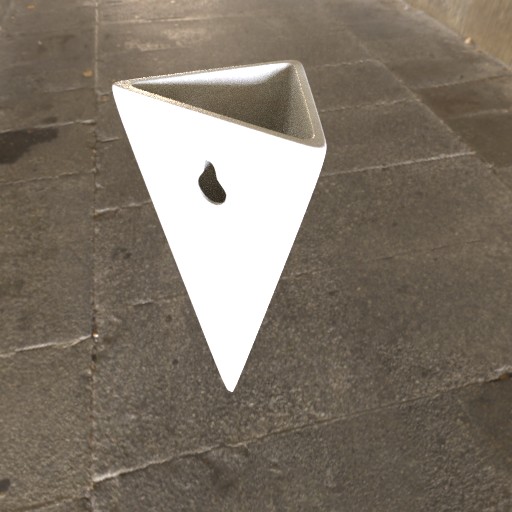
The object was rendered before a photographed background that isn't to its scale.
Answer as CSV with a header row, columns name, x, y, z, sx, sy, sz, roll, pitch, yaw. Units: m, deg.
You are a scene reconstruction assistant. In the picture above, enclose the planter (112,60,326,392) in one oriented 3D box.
name,x,y,z,sx,sy,sz,roll,pitch,yaw
planter,0.000,0.000,0.275,0.101,0.224,0.081,23,50,21
